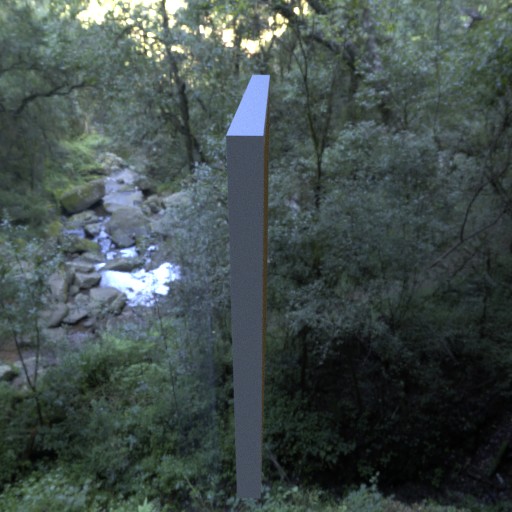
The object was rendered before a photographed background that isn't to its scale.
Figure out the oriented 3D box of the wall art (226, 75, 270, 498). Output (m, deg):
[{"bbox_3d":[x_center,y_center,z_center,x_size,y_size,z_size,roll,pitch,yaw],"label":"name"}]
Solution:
[{"bbox_3d":[0.000,0.000,0.443,0.020,0.307,0.307,1,28,2],"label":"wall art"}]
